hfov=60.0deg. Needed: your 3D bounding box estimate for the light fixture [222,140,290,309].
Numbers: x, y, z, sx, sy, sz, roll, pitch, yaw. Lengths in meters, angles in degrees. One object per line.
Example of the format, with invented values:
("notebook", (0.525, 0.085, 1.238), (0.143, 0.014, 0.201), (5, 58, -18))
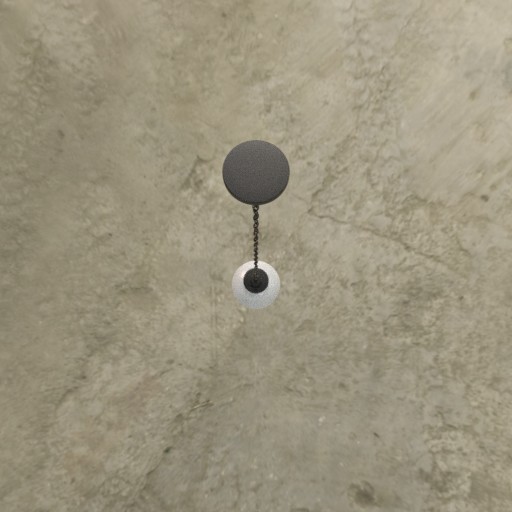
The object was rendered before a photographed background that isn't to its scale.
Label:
("light fixture", (0.000, 0.000, 2.034), (0.304, 1.867, 0.305), (-33, 79, -7))
